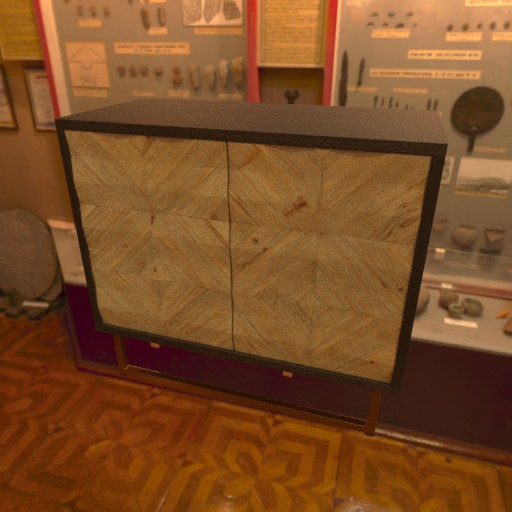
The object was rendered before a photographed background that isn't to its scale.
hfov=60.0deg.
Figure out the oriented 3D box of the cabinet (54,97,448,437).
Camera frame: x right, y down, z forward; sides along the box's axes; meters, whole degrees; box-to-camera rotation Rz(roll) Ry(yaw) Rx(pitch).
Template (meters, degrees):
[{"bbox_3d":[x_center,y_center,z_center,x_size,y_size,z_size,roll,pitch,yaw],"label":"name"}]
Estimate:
[{"bbox_3d":[0.000,0.000,1.397,0.950,0.860,0.451,8,28,16],"label":"cabinet"}]
